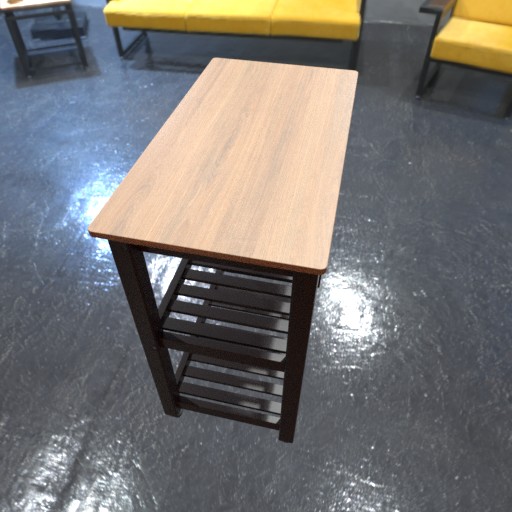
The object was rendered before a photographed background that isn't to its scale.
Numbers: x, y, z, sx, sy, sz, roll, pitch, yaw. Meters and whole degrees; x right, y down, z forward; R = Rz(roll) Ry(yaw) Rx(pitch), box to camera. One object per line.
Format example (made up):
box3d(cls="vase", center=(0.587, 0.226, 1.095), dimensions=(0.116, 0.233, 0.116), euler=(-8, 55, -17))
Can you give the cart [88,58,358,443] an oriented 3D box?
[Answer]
box3d(cls="cart", center=(0.000, 0.000, 1.438), dimensions=(0.457, 0.927, 0.899), euler=(9, 46, 9))
